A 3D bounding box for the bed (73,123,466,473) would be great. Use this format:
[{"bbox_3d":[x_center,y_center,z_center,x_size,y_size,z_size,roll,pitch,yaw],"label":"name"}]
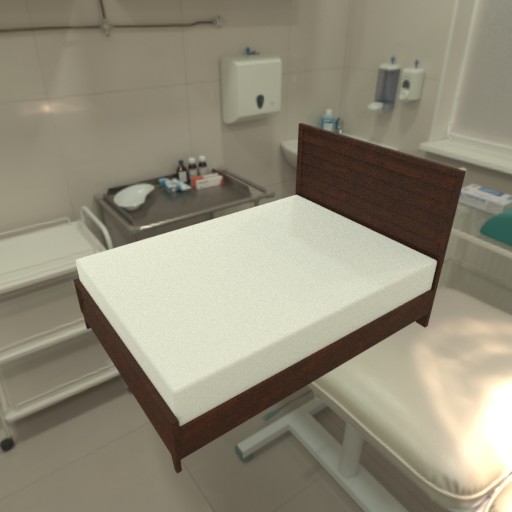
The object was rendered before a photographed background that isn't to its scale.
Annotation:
[{"bbox_3d":[0.000,0.000,3.178,2.184,1.270,1.600,-20,36,-31],"label":"bed"}]
